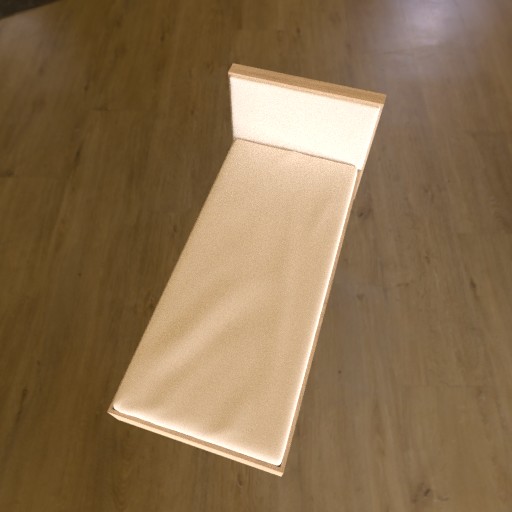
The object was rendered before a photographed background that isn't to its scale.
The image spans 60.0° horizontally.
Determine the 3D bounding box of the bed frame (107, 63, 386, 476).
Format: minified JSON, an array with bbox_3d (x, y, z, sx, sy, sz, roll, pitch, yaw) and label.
[{"bbox_3d":[0.000,0.000,2.659,0.990,0.920,2.140,15,61,9],"label":"bed frame"}]
